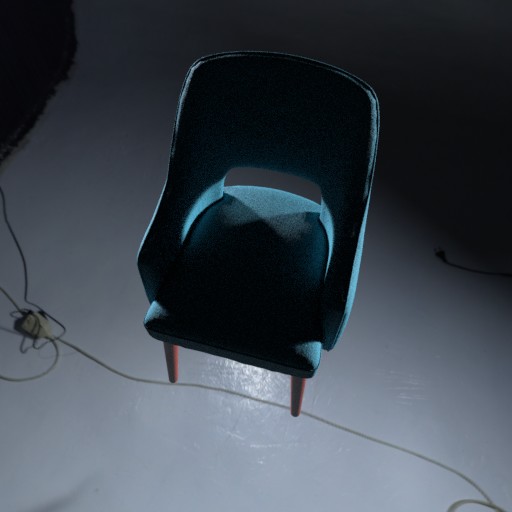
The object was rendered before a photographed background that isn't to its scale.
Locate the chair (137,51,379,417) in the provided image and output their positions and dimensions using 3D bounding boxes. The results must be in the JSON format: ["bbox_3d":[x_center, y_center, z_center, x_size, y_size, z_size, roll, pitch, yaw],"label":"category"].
[{"bbox_3d":[0.000,0.000,1.229,0.548,0.849,0.605,13,60,8],"label":"chair"}]
